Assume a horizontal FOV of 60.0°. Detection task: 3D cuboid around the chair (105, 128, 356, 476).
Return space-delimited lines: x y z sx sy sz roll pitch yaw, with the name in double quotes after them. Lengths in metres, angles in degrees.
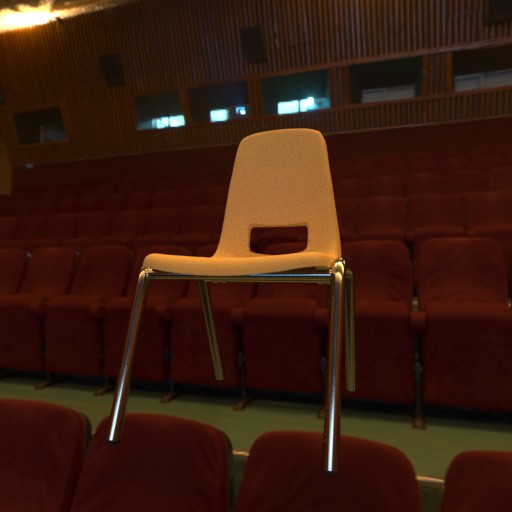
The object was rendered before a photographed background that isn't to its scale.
0.000 0.000 0.825 0.354 0.586 0.423 0 -1 18 "chair"
